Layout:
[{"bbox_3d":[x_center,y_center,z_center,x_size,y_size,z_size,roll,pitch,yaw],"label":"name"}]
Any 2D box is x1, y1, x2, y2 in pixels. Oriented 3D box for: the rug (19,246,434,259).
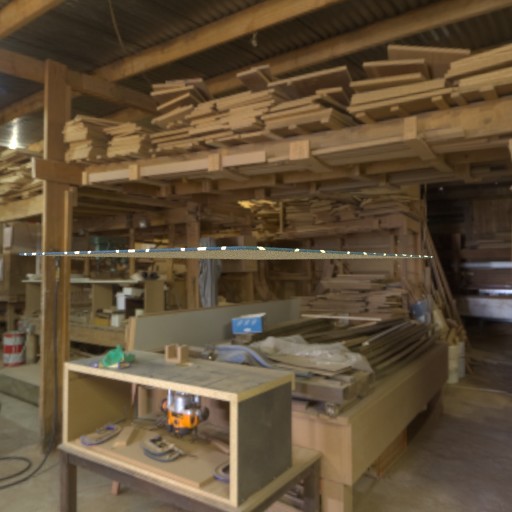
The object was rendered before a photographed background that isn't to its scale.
[{"bbox_3d":[0.000,0.000,2.722,1.524,0.010,2.134,-1,-1,37],"label":"rug"}]
